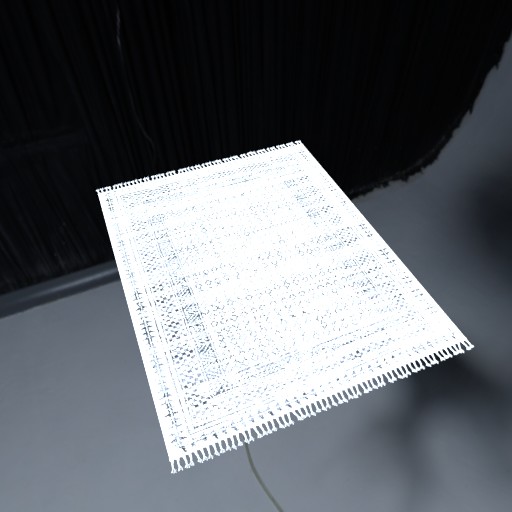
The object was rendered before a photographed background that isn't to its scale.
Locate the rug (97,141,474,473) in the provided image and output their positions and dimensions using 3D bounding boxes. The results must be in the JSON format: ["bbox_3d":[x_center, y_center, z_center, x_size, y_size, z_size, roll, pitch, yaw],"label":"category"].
[{"bbox_3d":[0.000,0.000,3.889,2.312,0.013,2.940,-17,50,-15],"label":"rug"}]
